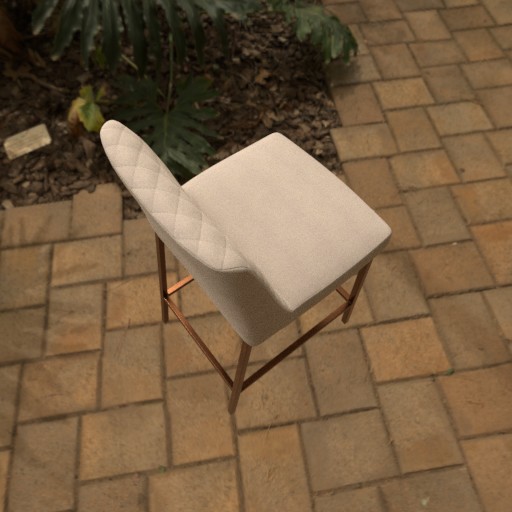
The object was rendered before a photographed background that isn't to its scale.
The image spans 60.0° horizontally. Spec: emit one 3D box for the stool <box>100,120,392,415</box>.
[{"bbox_3d":[0.000,0.000,1.312,0.576,0.973,0.507,-34,65,-19],"label":"stool"}]
